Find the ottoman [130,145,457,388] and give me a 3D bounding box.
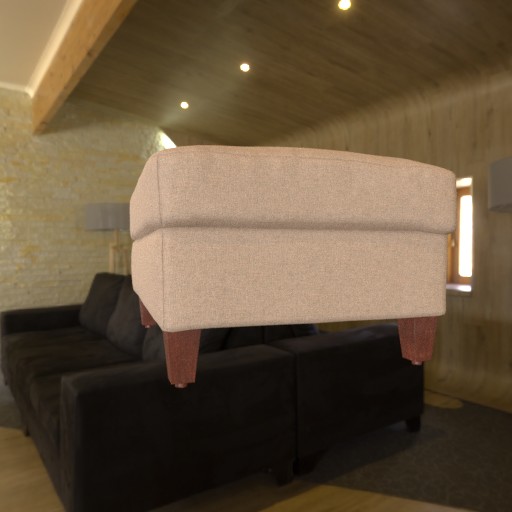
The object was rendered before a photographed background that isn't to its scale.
[{"bbox_3d":[0.000,0.000,1.314,0.692,0.511,0.902,0,0,-18],"label":"ottoman"}]
